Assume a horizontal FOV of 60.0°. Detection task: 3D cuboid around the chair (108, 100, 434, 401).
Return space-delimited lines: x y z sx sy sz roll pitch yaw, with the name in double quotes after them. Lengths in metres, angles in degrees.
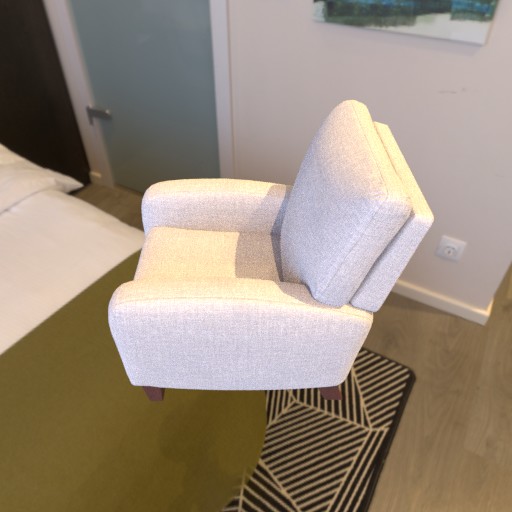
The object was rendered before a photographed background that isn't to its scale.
0.000 0.000 1.711 0.990 0.990 0.762 0 42 0 "chair"
